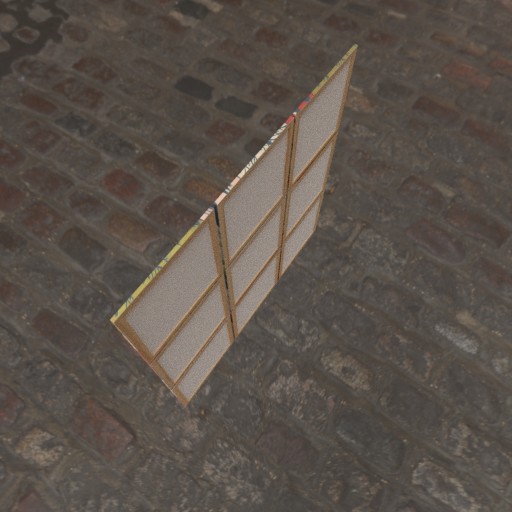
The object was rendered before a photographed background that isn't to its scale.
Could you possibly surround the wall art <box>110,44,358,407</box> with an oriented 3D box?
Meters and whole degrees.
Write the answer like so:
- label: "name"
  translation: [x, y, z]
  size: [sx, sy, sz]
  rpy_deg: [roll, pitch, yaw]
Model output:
- label: "wall art"
  translation: [0.000, 0.000, 1.823]
  size: [0.013, 1.218, 1.206]
  rpy_deg: [31, 67, 15]
